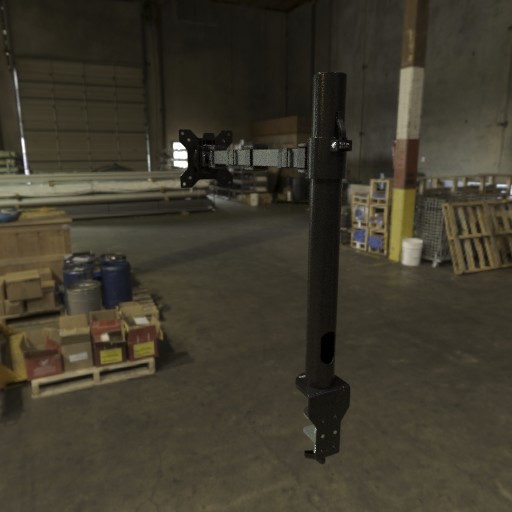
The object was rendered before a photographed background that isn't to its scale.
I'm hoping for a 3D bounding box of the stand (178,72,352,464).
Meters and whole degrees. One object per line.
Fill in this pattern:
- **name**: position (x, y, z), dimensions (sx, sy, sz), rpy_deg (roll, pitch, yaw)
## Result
- **stand**: position (0.000, 0.000, 0.741), dimensions (0.115, 0.510, 0.456), rpy_deg (-6, 14, -26)
